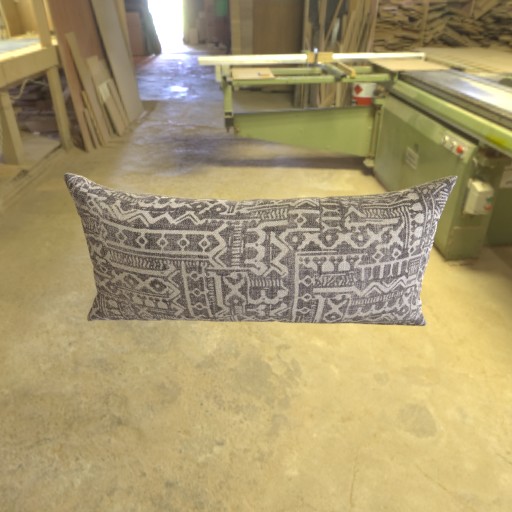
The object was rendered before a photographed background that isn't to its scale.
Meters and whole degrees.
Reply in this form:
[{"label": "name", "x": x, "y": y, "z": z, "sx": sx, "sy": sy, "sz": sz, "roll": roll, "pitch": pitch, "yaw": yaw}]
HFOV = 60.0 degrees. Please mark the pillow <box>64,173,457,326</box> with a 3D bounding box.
[{"label": "pillow", "x": 0.000, "y": 0.000, "z": 0.754, "sx": 0.631, "sy": 0.290, "sz": 0.148, "roll": 1, "pitch": 30, "yaw": 1}]
